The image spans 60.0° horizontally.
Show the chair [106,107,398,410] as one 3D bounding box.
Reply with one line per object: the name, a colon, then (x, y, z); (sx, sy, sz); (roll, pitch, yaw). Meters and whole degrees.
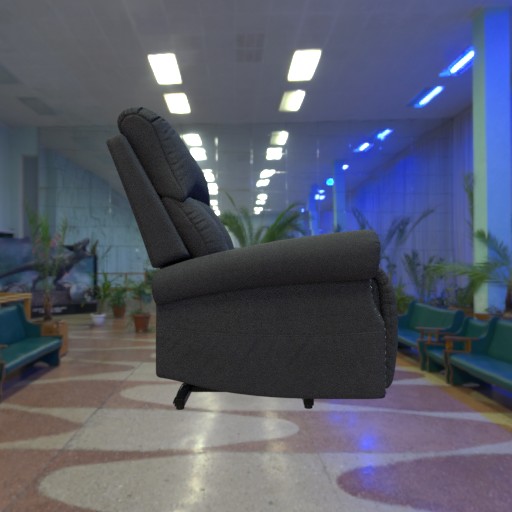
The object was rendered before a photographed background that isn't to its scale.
chair: (0.000, 0.000, 1.770); (0.979, 1.031, 0.871); (0, 0, 0)
